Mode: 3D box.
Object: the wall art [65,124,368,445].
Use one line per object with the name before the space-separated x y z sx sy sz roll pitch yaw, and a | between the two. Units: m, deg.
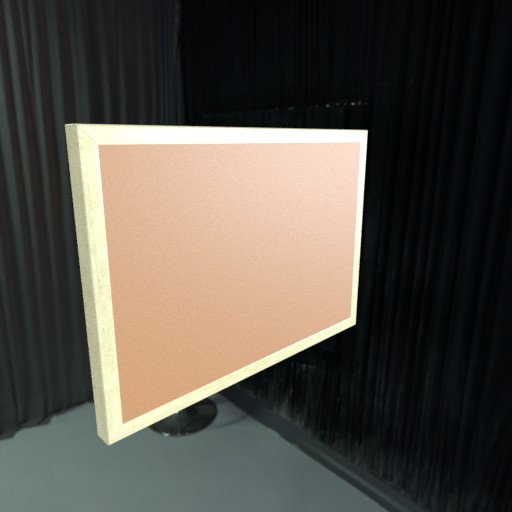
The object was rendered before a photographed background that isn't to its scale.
wall art | 0.000 0.000 0.686 0.533 0.381 0.032 -14 20 -42
